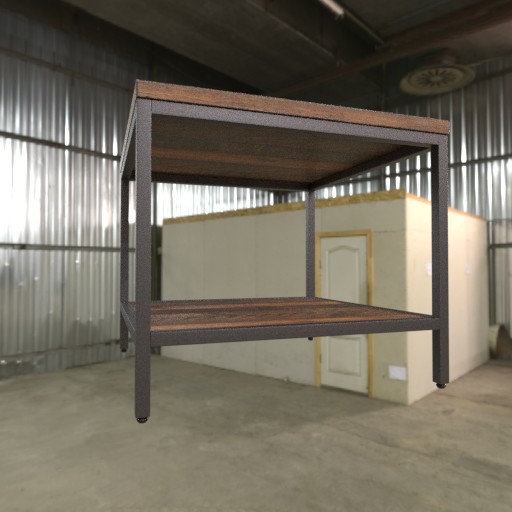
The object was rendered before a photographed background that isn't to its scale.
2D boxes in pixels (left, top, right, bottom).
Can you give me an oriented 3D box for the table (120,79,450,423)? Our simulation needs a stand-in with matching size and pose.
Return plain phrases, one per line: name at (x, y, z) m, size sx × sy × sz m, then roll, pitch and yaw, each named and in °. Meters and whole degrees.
table at (0.000, 0.000, 0.965) m, size 0.548 × 0.482 × 0.553 m, roll 0°, pitch -1°, yaw -19°
